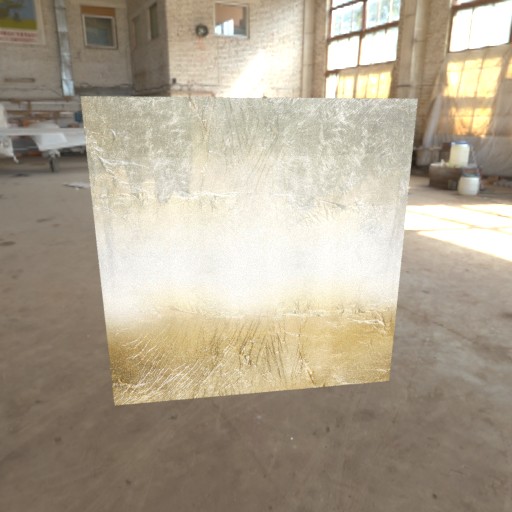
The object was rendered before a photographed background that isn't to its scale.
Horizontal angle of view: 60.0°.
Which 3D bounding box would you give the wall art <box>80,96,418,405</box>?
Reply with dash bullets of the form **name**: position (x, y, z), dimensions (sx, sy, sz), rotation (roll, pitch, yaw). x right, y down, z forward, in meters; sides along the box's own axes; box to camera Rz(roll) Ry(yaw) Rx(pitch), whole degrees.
- **wall art**: position (0.000, 0.000, 0.606), dimensions (0.405, 0.407, 0.038), rotation (-3, 17, -8)
